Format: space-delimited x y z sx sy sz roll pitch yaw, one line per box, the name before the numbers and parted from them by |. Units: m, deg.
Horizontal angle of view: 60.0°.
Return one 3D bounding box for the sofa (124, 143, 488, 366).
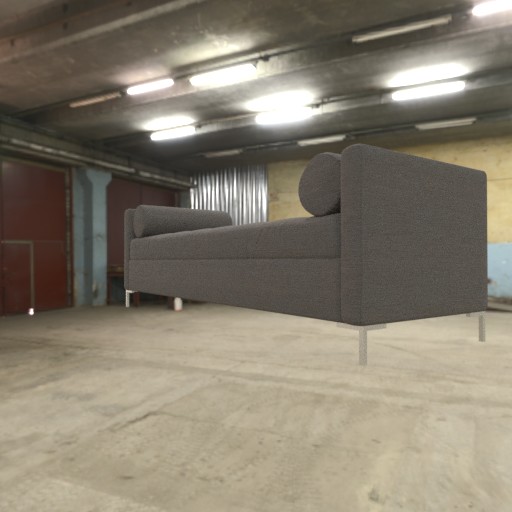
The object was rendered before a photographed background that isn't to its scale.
sofa | 0.000 0.000 2.226 0.686 0.635 1.981 1 -1 -35
